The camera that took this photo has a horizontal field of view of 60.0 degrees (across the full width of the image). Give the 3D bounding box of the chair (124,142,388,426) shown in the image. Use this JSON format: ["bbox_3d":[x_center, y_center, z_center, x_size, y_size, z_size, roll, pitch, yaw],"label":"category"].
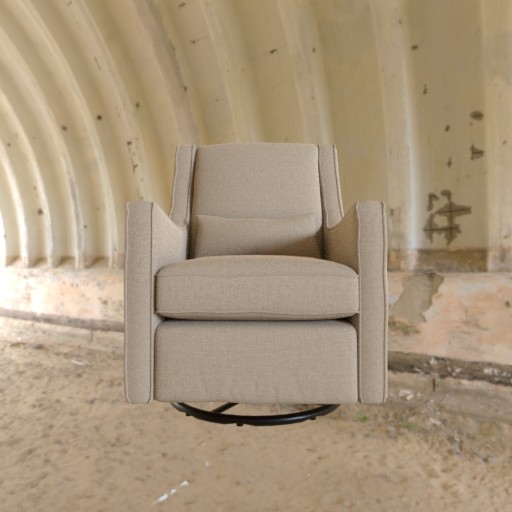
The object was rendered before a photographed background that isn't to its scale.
[{"bbox_3d":[0.000,0.000,1.621,0.732,0.993,0.879,0,-1,0],"label":"chair"}]
